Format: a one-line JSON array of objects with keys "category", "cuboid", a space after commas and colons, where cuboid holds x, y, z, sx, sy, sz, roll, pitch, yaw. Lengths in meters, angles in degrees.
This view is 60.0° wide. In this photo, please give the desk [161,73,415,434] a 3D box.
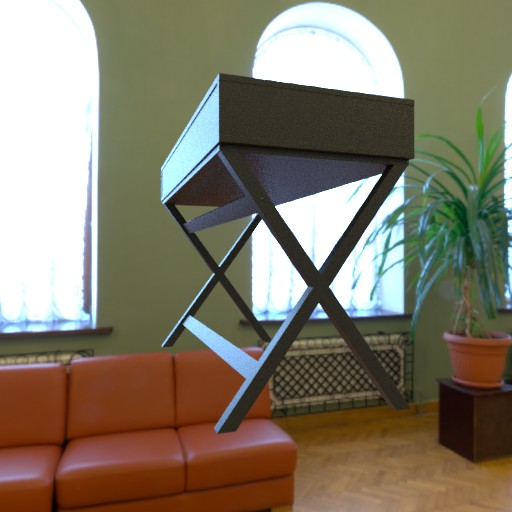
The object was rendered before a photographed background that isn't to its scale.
[{"category": "desk", "cuboid": [0.000, 0.000, 1.534, 0.525, 0.780, 1.057, 0, 0, -19]}]
